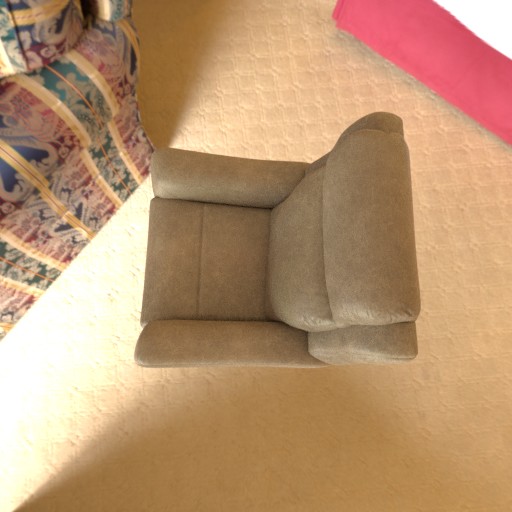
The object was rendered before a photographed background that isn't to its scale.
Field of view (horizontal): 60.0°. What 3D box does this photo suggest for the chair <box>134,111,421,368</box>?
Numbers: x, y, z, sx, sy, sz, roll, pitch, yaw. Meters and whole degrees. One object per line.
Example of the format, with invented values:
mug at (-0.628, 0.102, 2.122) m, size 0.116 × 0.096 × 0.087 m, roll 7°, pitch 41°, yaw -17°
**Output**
chair at (0.000, 0.000, 1.934) m, size 1.068 × 1.116 × 0.965 m, roll 1°, pitch 76°, yaw 0°
